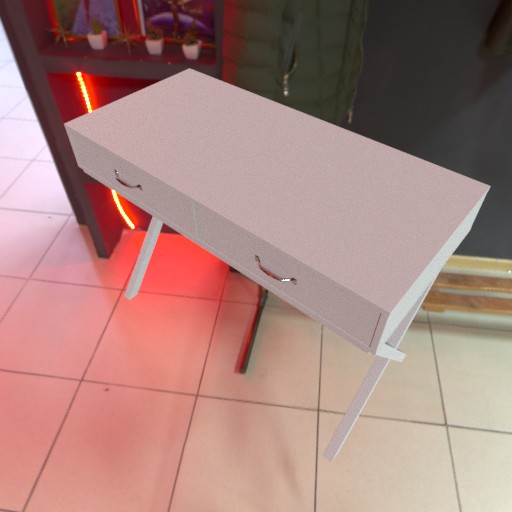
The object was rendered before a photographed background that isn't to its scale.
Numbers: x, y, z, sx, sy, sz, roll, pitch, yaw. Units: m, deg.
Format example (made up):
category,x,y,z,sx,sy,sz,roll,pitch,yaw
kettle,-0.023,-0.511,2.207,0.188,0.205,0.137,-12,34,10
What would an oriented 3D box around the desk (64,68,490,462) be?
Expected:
category,x,y,z,sx,sy,sz,roll,pitch,yaw
desk,0.000,0.000,1.460,1.057,0.780,0.525,31,53,27
